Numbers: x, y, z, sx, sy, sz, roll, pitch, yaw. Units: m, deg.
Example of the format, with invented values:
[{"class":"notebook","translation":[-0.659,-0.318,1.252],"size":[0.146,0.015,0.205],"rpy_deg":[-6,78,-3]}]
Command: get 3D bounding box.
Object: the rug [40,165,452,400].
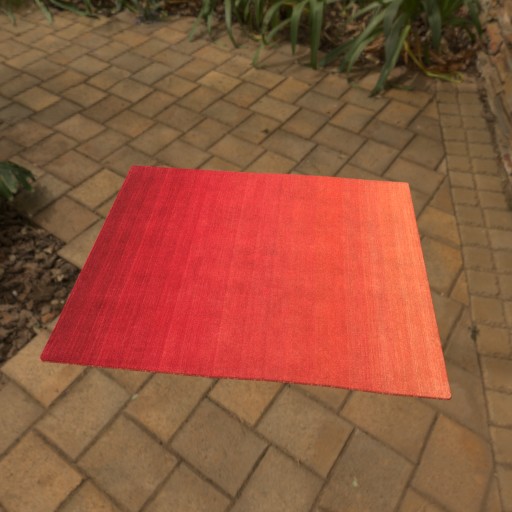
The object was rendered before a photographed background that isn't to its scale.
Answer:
[{"class":"rug","translation":[0.000,0.000,3.866],"size":[2.905,0.028,2.340],"rpy_deg":[4,48,4]}]
